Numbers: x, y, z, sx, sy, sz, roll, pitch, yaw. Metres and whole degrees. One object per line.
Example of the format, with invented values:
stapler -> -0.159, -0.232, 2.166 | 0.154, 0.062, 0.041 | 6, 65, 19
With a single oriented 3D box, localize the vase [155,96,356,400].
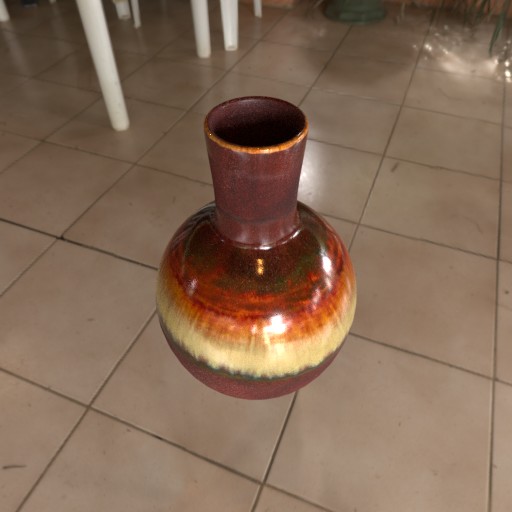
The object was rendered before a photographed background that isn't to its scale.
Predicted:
vase -> 0.000, 0.000, 0.229 | 0.111, 0.154, 0.111 | 0, 47, 0
